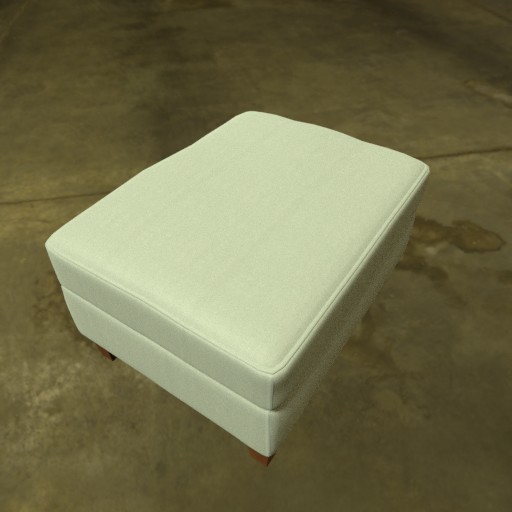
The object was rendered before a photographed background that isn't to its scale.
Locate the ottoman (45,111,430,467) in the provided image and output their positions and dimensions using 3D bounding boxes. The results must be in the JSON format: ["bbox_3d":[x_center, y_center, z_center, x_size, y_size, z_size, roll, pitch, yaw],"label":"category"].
[{"bbox_3d":[0.000,0.000,1.213,0.634,0.496,0.818,24,48,24],"label":"ottoman"}]
